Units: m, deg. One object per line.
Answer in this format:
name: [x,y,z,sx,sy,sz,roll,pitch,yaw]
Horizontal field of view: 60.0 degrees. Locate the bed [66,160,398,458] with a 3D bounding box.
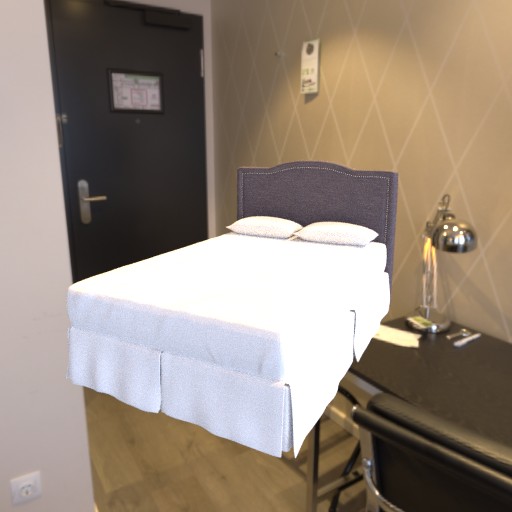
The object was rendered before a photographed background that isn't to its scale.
bed: [0.000,0.000,3.536,1.741,1.441,2.507,7,16,27]
